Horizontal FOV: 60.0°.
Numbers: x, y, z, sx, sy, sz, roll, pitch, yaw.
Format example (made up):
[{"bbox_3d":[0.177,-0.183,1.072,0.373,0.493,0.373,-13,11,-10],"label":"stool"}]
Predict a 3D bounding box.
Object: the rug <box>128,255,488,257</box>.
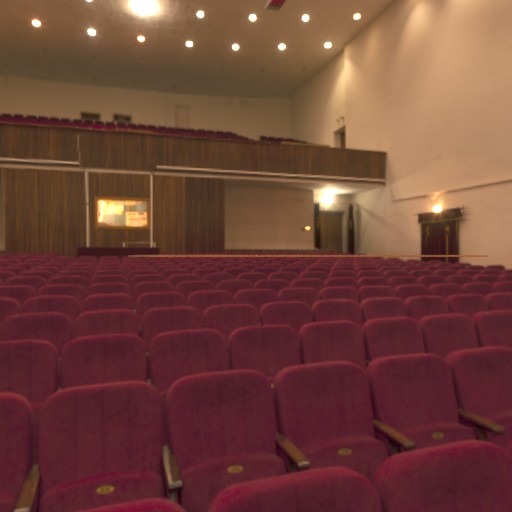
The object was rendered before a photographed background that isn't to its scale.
[{"bbox_3d":[0.000,0.000,2.280,1.202,0.006,1.813,0,0,-18],"label":"rug"}]
